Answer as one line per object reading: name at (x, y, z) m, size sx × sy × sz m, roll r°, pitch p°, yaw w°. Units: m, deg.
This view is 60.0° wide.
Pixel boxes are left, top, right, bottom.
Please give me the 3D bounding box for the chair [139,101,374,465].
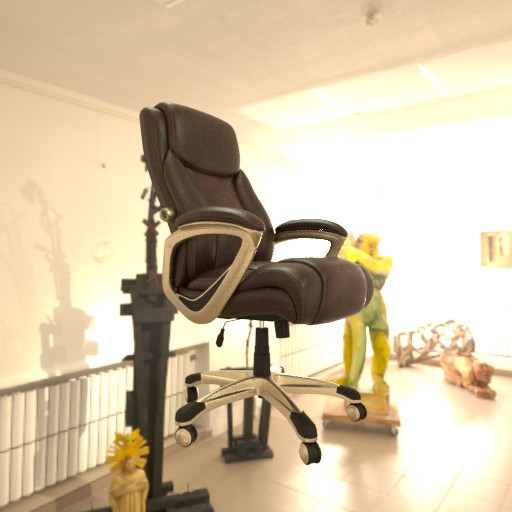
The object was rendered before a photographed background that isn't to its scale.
chair at (0.000, 0.000, 1.631) m, size 0.749 × 1.194 × 0.692 m, roll 0°, pitch 1°, yaw 37°
